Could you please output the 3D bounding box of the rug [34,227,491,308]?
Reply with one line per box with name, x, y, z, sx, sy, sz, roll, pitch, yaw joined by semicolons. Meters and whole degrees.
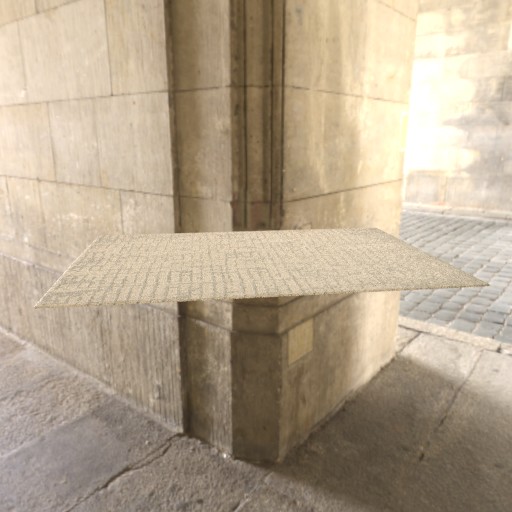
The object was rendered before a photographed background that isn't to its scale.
rug;0.000;0.000;2.320;1.827;0.007;1.211;-2;15;-8
